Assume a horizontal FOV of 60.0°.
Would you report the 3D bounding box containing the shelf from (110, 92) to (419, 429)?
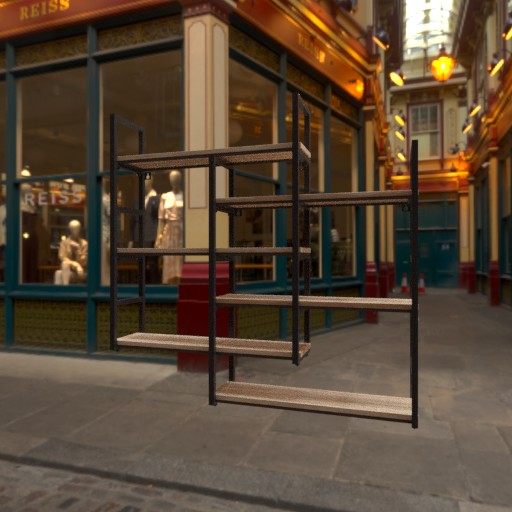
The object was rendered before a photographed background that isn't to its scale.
[{"bbox_3d":[0.000,0.000,1.381,0.946,0.921,0.183,0,0,18],"label":"shelf"}]
